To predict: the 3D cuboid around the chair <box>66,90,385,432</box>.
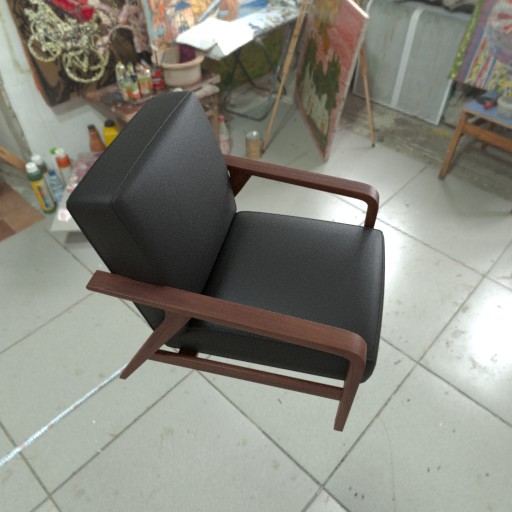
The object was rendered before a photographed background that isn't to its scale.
[{"bbox_3d":[0.000,0.000,1.503,0.889,0.861,0.719,10,48,9],"label":"chair"}]
